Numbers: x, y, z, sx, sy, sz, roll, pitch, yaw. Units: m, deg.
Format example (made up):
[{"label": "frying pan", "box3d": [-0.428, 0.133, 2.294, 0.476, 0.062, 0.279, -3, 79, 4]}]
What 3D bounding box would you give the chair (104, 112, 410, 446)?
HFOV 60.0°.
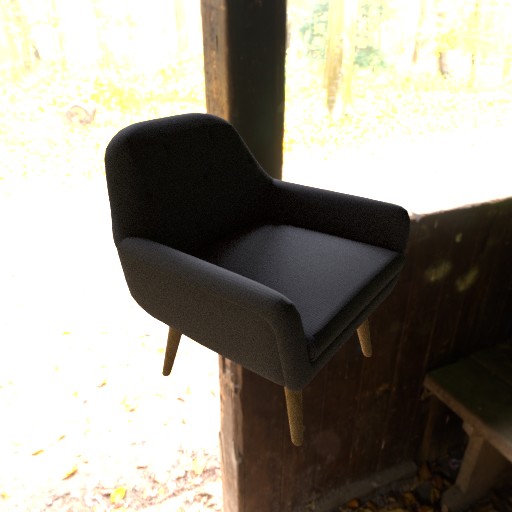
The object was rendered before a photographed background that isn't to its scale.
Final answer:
[{"label": "chair", "box3d": [0.000, 0.000, 1.421, 0.779, 0.800, 0.770, 18, 32, 32]}]
